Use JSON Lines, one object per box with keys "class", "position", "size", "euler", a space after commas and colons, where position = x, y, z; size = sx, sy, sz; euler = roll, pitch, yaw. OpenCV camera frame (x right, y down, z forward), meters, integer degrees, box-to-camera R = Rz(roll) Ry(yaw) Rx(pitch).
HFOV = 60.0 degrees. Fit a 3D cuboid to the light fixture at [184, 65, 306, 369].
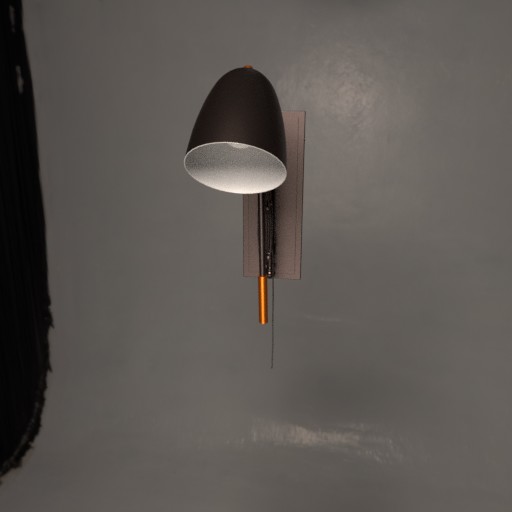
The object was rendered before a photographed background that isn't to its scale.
{"class": "light fixture", "position": [0.000, 0.000, 0.922], "size": [0.162, 0.715, 0.499], "euler": [3, 16, 10]}
